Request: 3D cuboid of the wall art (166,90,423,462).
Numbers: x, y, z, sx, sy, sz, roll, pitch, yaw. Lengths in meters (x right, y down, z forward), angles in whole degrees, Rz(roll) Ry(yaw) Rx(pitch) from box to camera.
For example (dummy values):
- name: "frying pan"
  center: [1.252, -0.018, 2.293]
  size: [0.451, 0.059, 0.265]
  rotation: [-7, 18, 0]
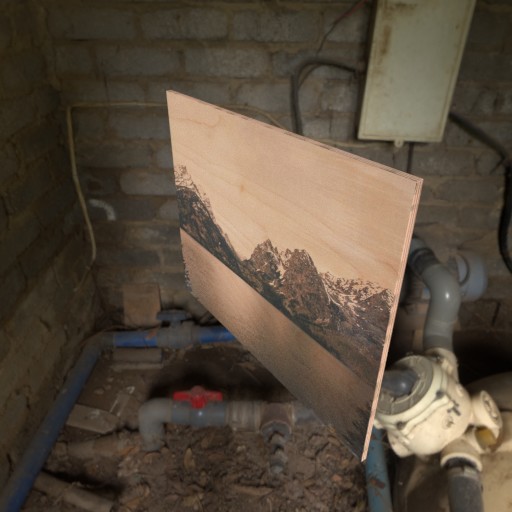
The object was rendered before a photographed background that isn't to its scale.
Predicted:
- name: "wall art"
  center: [0.000, 0.000, 0.681]
  size: [0.010, 0.408, 0.508]
  rotation: [-20, 37, -30]
